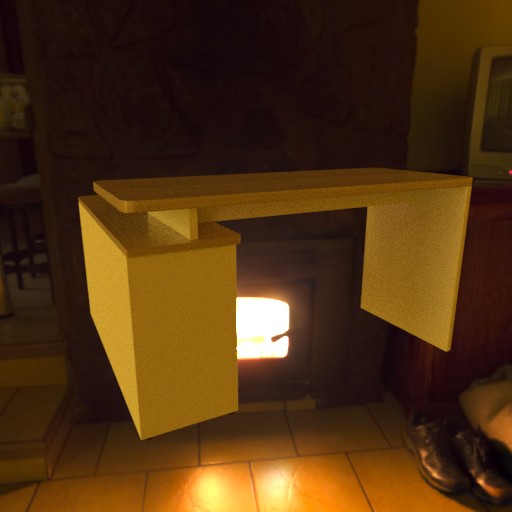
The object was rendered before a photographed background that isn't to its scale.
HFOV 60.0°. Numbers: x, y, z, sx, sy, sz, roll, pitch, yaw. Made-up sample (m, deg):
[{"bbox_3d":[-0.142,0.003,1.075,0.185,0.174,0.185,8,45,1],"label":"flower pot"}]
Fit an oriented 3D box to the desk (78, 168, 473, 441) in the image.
[{"bbox_3d":[0.000,0.000,2.086,1.400,0.770,1.175,-8,18,-26],"label":"desk"}]
